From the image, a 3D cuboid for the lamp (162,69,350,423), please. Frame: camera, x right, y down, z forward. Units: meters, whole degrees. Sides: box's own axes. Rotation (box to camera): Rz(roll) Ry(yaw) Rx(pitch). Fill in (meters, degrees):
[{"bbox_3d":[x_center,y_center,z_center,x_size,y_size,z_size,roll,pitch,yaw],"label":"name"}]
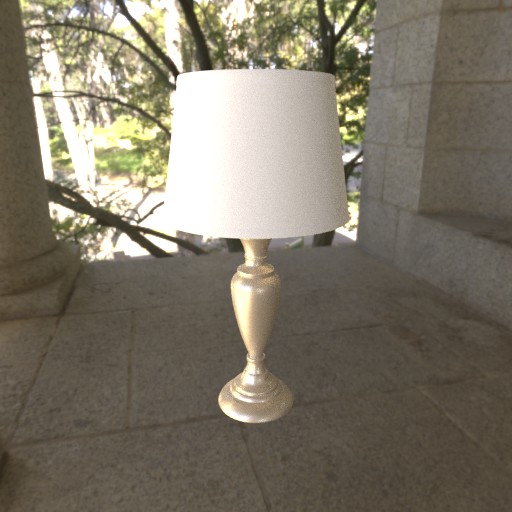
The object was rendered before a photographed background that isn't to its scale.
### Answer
[{"bbox_3d":[0.000,0.000,0.815,0.328,0.612,0.328,0,17,0],"label":"lamp"}]
